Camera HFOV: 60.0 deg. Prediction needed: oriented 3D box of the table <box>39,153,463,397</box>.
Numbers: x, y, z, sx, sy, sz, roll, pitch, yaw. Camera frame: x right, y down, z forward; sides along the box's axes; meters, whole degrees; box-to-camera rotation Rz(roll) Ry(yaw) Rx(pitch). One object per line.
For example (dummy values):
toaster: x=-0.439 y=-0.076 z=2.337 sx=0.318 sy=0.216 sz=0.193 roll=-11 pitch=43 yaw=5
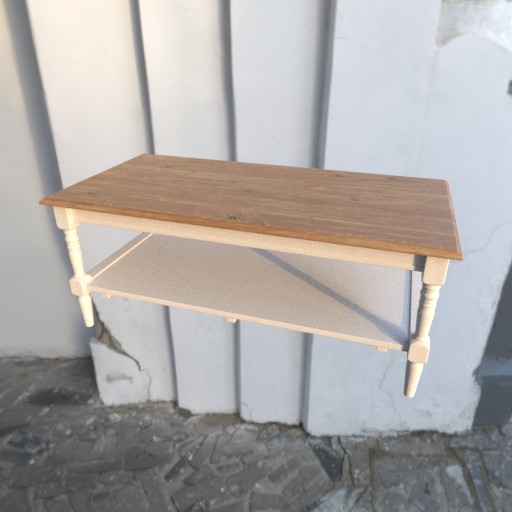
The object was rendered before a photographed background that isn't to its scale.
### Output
table: x=0.000 y=0.000 z=1.440 sx=1.118 sy=0.458 sz=0.559 roll=8 pitch=28 yaw=16
